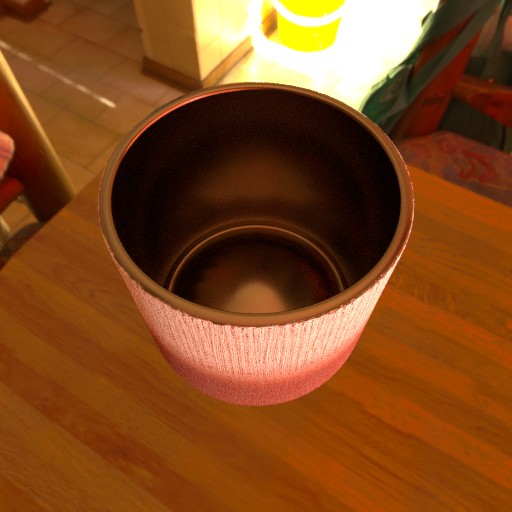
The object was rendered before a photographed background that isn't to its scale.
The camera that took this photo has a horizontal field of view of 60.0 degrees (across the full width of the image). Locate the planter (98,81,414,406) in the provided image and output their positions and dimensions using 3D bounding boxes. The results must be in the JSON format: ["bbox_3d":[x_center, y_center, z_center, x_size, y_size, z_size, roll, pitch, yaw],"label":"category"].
[{"bbox_3d":[0.000,0.000,0.392,0.221,0.201,0.221,0,59,0],"label":"planter"}]
